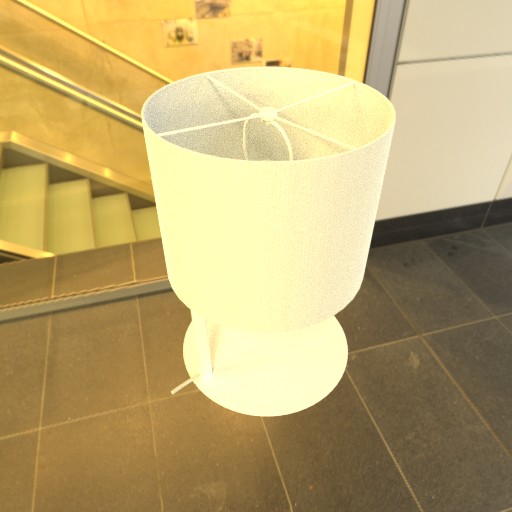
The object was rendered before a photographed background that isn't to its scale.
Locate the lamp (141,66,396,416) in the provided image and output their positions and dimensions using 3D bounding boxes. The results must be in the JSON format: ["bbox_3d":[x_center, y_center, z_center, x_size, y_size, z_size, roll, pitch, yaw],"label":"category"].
[{"bbox_3d":[0.000,0.000,0.668,0.341,0.454,0.299,-25,45,-27],"label":"lamp"}]
